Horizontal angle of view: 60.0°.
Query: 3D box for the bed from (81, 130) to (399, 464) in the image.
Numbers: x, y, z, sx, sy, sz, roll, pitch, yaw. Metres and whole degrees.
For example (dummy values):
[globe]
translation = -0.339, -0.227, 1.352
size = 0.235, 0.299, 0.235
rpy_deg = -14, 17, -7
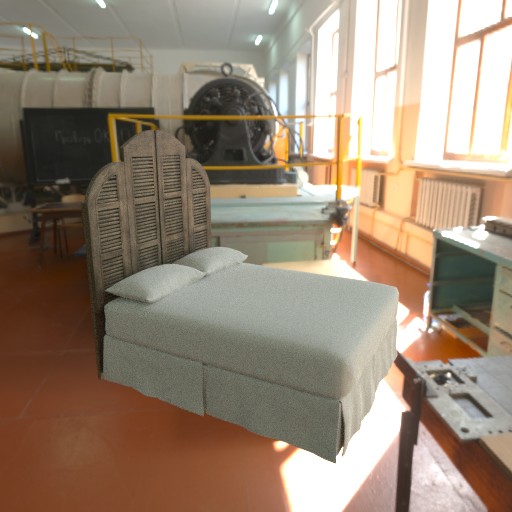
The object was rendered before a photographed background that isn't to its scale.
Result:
[bed]
translation = 0.000, 0.000, 3.648
size = 2.138, 2.019, 1.713
rpy_deg = 8, 16, 28
